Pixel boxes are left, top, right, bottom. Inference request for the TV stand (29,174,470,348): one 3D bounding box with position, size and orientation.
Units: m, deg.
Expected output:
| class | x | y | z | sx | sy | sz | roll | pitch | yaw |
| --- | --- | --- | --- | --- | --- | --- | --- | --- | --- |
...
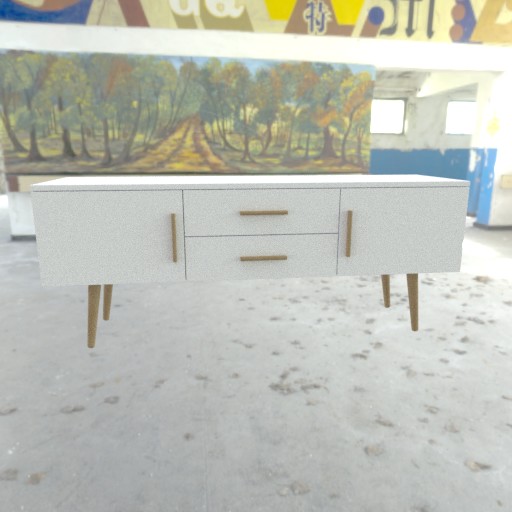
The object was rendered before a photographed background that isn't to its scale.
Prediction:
| class | x | y | z | sx | sy | sz | roll | pitch | yaw |
| --- | --- | --- | --- | --- | --- | --- | --- | --- | --- |
| TV stand | 0.000 | 0.000 | 1.637 | 1.398 | 0.560 | 0.401 | -2 | 14 | -7 |
